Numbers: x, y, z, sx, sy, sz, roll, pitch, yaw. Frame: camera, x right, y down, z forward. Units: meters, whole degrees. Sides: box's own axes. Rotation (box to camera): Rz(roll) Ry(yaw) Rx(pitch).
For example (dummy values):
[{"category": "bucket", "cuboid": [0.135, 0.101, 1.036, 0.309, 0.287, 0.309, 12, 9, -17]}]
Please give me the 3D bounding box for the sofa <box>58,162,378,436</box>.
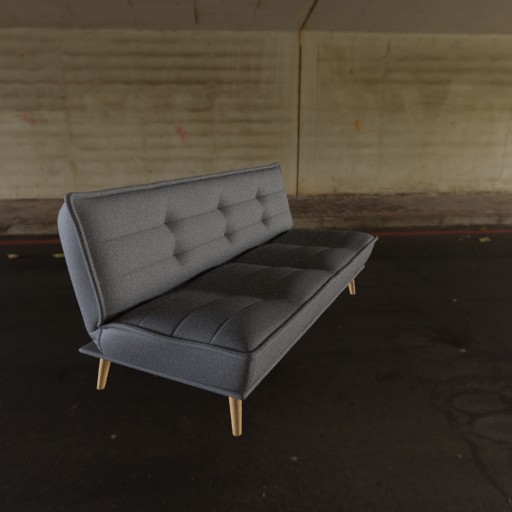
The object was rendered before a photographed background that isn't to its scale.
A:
[{"category": "sofa", "cuboid": [0.000, 0.000, 2.441, 0.950, 0.890, 1.940, 8, 17, 26]}]
